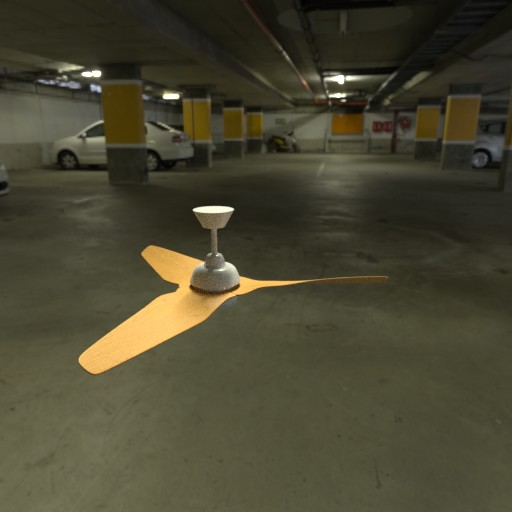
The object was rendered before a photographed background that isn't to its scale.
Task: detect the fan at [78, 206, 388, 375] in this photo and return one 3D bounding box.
[{"bbox_3d":[0.000,0.000,1.632,1.010,0.355,1.142,-2,16,-7],"label":"fan"}]
